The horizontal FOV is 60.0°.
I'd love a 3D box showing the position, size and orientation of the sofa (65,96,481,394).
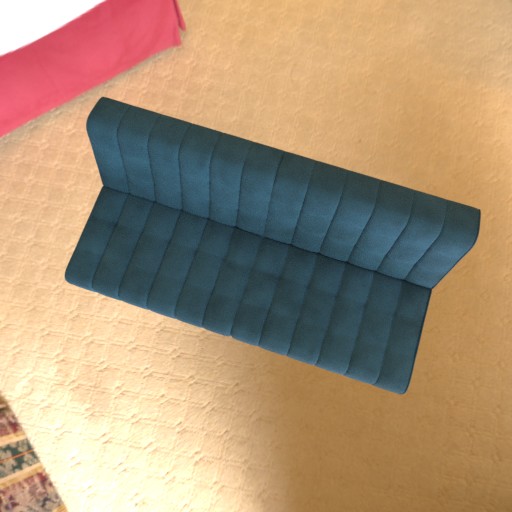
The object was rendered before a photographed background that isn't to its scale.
[{"bbox_3d":[0.000,0.000,2.276,1.804,0.813,0.855,18,77,4],"label":"sofa"}]
